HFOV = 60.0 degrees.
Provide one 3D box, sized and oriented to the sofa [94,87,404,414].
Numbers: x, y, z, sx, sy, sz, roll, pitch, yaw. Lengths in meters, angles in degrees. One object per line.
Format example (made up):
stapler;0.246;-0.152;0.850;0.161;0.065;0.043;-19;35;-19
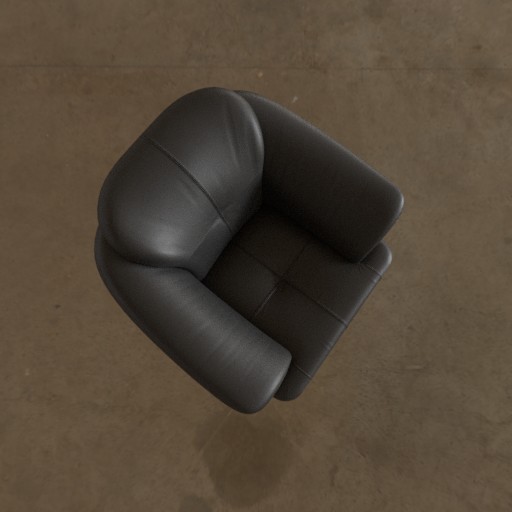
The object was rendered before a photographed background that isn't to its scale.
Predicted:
sofa;0.000;0.000;1.522;0.794;0.811;0.870;36;78;9
